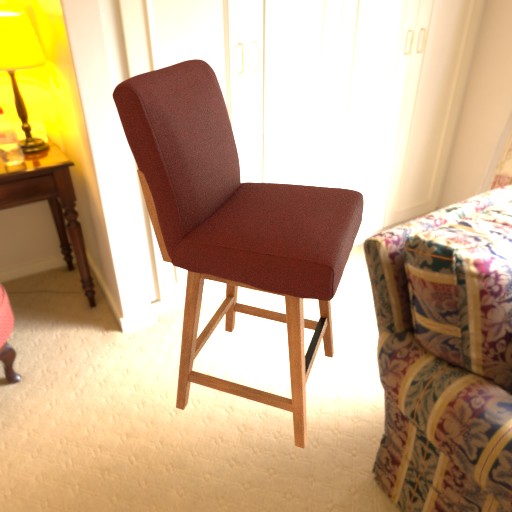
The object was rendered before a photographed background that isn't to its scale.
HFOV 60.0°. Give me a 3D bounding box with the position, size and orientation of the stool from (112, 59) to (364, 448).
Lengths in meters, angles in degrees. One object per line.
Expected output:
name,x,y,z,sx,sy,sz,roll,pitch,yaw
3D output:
stool,0.000,0.000,1.341,0.562,1.038,0.468,11,33,17
